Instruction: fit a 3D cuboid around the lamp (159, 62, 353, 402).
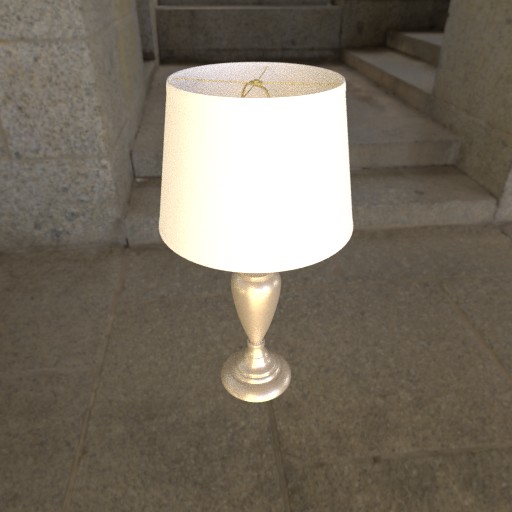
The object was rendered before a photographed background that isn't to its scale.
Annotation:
[{"bbox_3d":[0.000,0.000,0.803,0.328,0.612,0.328,0,33,0],"label":"lamp"}]
